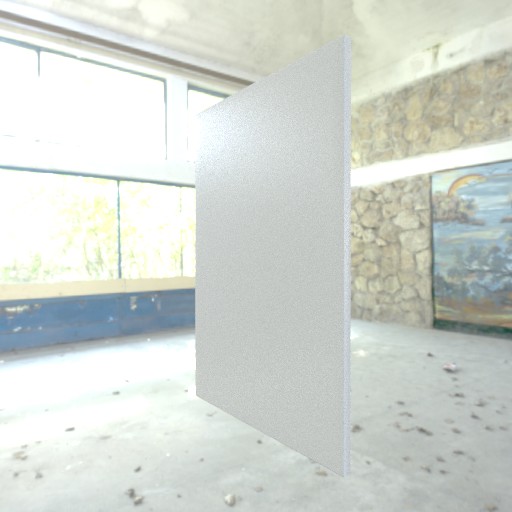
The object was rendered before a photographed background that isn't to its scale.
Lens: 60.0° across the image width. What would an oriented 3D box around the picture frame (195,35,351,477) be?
[{"bbox_3d":[0.000,0.000,0.691,0.012,0.534,0.381,0,1,-36],"label":"picture frame"}]
